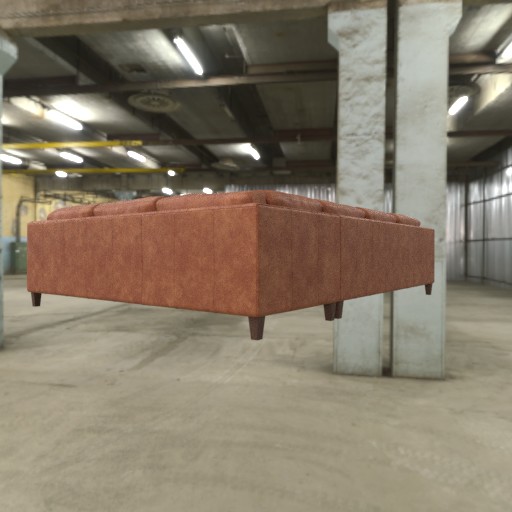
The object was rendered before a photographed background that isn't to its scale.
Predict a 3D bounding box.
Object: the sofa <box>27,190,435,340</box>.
[{"bbox_3d":[0.000,0.000,4.209,2.438,0.838,3.167,0,1,37],"label":"sofa"}]
